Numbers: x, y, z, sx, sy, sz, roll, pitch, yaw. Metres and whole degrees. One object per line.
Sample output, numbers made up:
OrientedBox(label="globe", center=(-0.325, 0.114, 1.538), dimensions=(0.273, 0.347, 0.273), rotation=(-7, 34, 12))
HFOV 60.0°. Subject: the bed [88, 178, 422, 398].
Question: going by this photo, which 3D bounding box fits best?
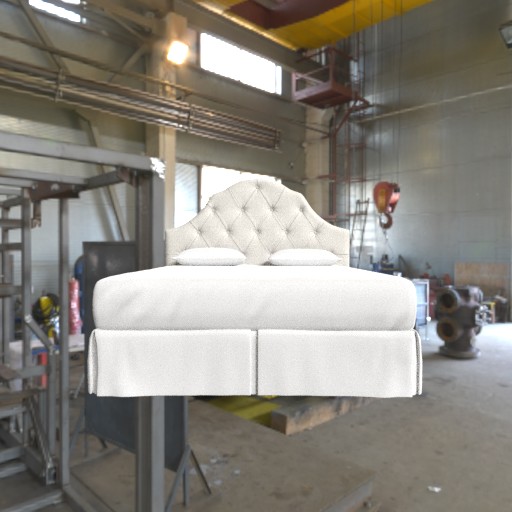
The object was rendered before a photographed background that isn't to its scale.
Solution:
OrientedBox(label="bed", center=(0.000, 0.000, 3.642), dimensions=(2.008, 1.615, 2.214), rotation=(0, 1, 1))
